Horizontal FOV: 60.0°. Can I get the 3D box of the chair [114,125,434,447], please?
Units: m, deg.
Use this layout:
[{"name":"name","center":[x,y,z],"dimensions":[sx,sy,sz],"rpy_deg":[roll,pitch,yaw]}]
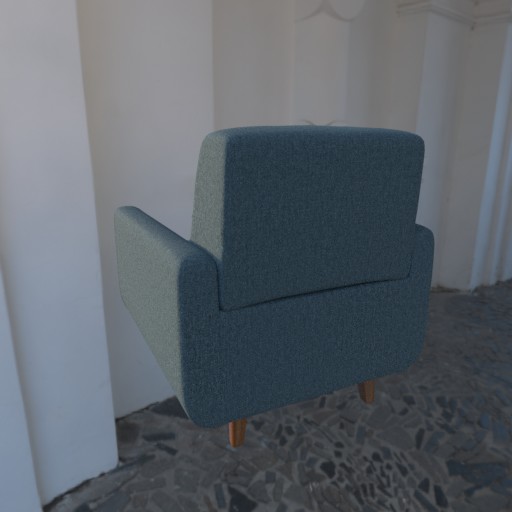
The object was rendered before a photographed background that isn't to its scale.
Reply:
[{"name":"chair","center":[0.000,0.000,1.677],"dimensions":[0.880,0.940,0.964],"rpy_deg":[-8,17,-25]}]
